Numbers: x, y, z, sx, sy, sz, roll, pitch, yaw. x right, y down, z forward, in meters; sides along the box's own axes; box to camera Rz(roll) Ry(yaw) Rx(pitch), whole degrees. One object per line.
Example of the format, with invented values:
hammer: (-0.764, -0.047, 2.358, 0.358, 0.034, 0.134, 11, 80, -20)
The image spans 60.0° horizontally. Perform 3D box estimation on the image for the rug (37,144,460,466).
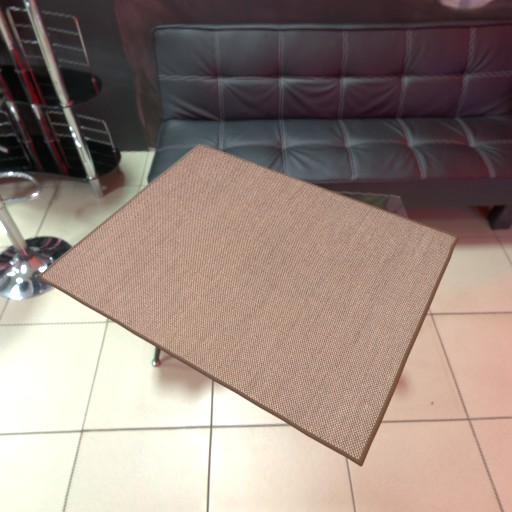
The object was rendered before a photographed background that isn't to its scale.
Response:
rug: (0.000, 0.000, 4.018, 3.041, 0.020, 2.413, 24, 52, 21)
